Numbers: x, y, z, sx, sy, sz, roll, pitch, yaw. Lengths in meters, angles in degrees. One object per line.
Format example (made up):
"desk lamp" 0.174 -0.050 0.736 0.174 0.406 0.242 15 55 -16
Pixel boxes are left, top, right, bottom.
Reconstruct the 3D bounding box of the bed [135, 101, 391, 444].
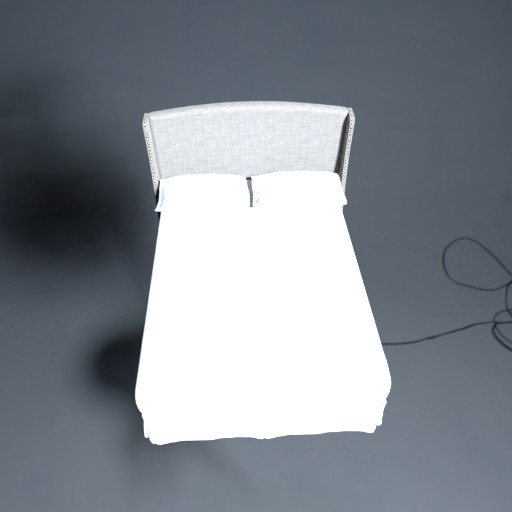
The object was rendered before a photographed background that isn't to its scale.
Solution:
"bed" 0.000 0.000 3.356 1.710 1.407 2.237 -2 46 -2
